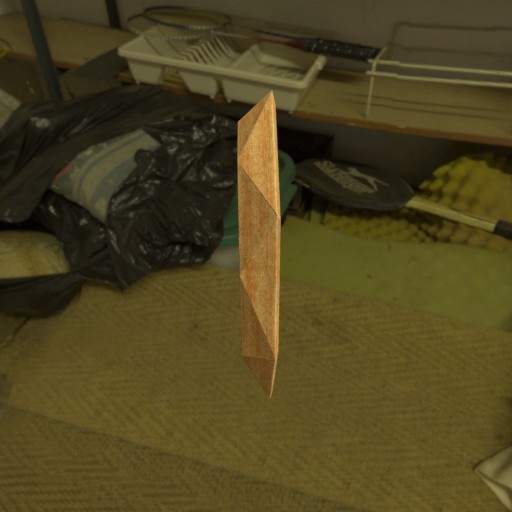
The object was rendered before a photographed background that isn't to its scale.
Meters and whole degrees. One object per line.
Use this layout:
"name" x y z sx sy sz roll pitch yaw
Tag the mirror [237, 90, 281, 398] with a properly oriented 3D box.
"mirror" 0.000 0.000 1.032 0.070 0.774 0.577 -1 41 -1
